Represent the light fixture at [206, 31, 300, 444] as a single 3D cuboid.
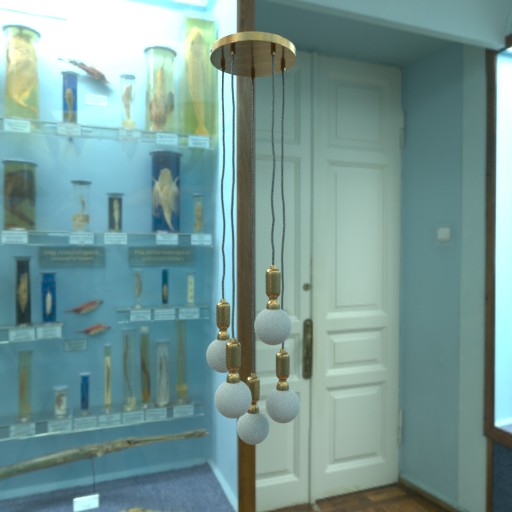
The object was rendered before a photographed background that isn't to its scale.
[{"bbox_3d":[0.000,0.000,0.501,0.105,0.457,0.108,0,1,-18],"label":"light fixture"}]
